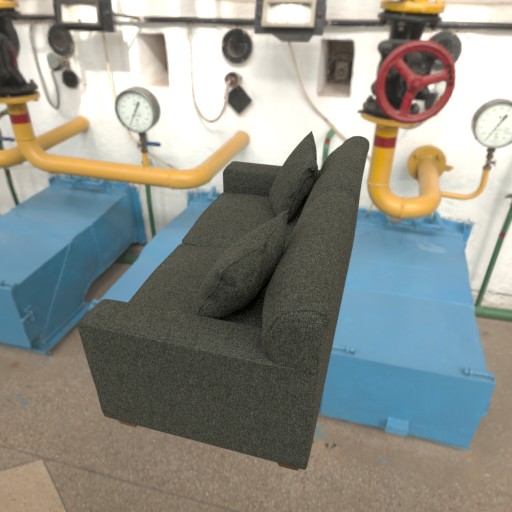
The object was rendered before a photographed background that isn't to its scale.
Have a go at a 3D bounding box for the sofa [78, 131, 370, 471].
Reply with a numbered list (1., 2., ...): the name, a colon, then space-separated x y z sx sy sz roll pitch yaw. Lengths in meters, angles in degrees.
1. sofa: 0.000 0.000 2.433 0.998 0.958 1.846 9 33 14
